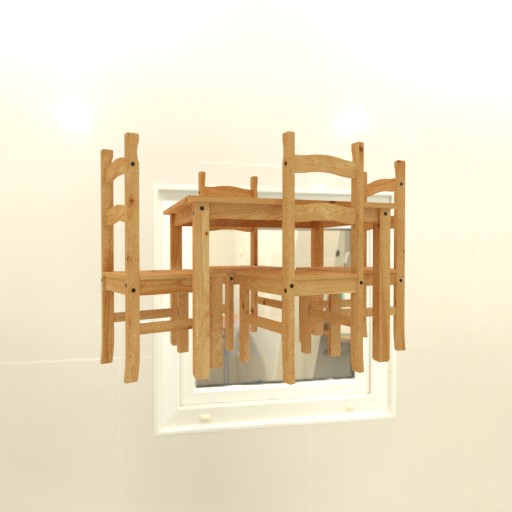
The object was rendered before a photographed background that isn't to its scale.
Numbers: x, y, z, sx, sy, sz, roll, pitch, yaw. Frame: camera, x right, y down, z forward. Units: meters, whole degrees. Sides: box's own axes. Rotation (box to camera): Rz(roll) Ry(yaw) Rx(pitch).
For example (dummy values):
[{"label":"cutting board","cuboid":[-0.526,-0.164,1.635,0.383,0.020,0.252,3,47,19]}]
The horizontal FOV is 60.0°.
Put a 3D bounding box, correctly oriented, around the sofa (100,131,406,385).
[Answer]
[{"label":"sofa","cuboid":[0.000,0.000,2.295,1.529,1.000,1.144,0,1,-19]}]
